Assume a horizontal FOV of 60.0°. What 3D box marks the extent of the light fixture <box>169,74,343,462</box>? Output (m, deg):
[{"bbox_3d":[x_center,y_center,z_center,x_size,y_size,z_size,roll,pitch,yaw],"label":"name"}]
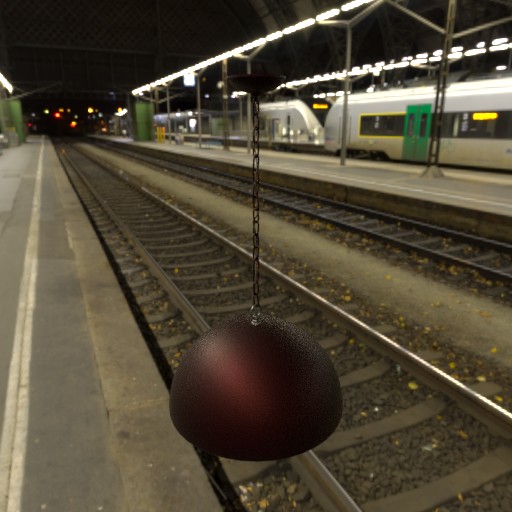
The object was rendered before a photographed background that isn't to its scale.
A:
[{"bbox_3d":[0.000,0.000,1.157,0.492,0.869,0.492,15,22,42],"label":"light fixture"}]
